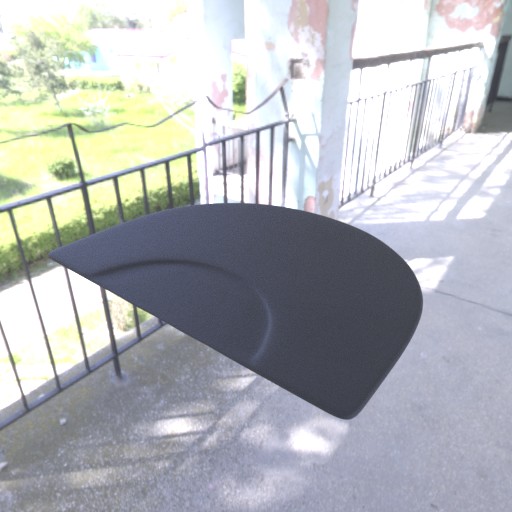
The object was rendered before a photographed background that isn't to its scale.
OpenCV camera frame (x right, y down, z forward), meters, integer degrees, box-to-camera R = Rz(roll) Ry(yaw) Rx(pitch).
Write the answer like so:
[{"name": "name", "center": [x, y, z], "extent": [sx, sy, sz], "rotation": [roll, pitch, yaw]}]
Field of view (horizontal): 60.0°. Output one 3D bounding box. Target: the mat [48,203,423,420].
[{"name": "mat", "center": [0.000, 0.000, 1.576], "extent": [1.220, 0.016, 0.917], "rotation": [21, 35, 33]}]
